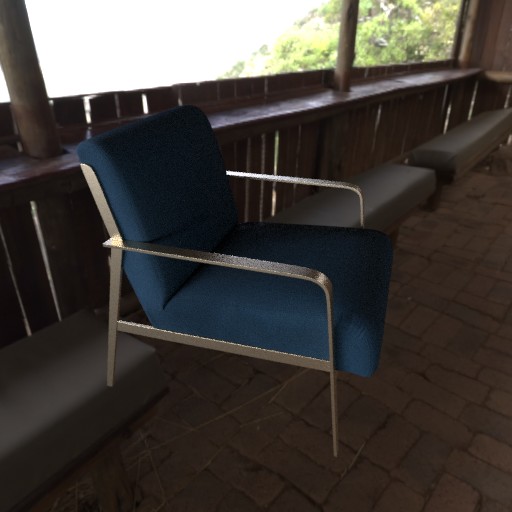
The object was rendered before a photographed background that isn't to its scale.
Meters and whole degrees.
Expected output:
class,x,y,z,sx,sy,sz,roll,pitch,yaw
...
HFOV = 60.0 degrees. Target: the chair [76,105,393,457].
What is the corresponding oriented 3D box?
class,x,y,z,sx,sy,sz,roll,pitch,yaw
chair,0.000,0.000,1.452,0.859,0.831,0.692,9,30,16
